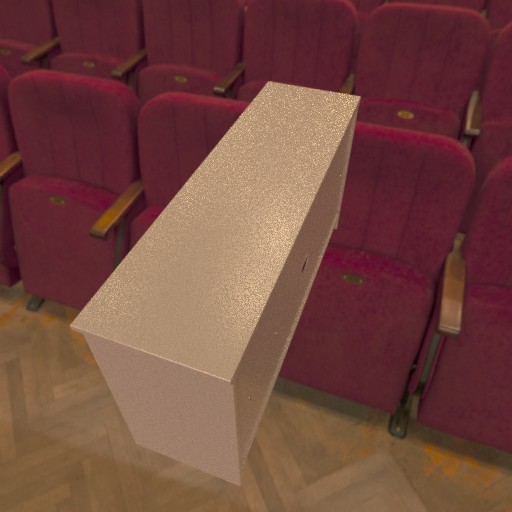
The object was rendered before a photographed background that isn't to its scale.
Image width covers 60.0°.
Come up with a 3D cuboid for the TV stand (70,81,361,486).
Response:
[{"bbox_3d":[0.000,0.000,1.425,0.344,0.603,1.167,15,48,14],"label":"TV stand"}]
